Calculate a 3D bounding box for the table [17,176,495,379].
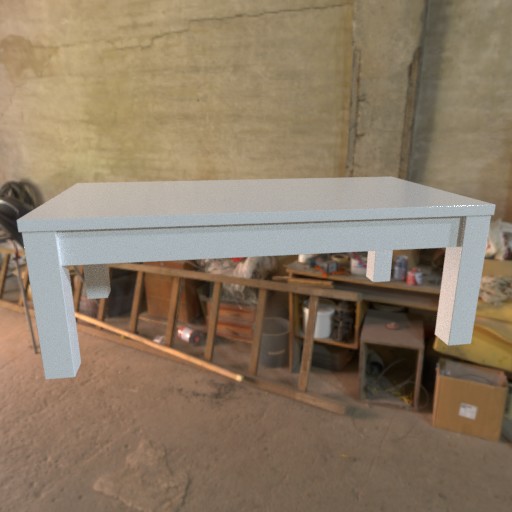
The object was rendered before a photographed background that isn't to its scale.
[{"bbox_3d":[0.000,0.000,1.632,1.350,0.470,0.700,-3,17,-9],"label":"table"}]
